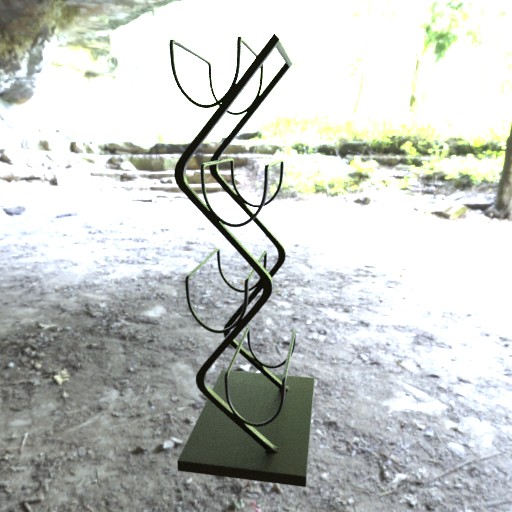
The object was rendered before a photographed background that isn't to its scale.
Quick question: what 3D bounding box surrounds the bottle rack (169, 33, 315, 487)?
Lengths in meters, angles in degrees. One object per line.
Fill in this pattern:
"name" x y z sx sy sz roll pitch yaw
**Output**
"bottle rack" 0.000 0.000 0.649 0.178 0.559 0.254 3 15 9
